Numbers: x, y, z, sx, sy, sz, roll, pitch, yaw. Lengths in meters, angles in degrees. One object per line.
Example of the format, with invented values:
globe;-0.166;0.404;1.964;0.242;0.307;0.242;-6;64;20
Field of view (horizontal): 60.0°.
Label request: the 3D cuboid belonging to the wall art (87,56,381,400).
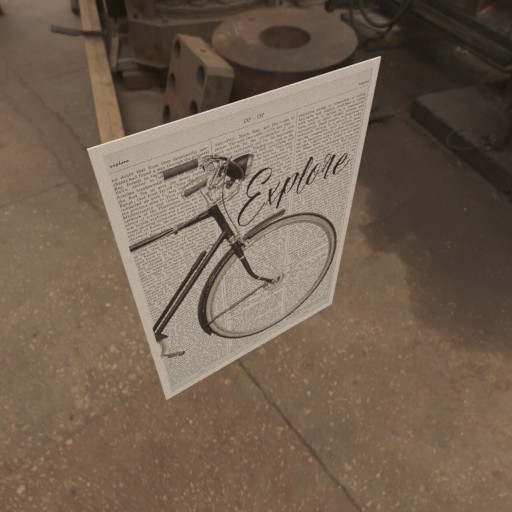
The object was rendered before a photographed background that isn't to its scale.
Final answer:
wall art;0.000;0.000;0.806;0.457;0.610;0.003;-26;51;-23
